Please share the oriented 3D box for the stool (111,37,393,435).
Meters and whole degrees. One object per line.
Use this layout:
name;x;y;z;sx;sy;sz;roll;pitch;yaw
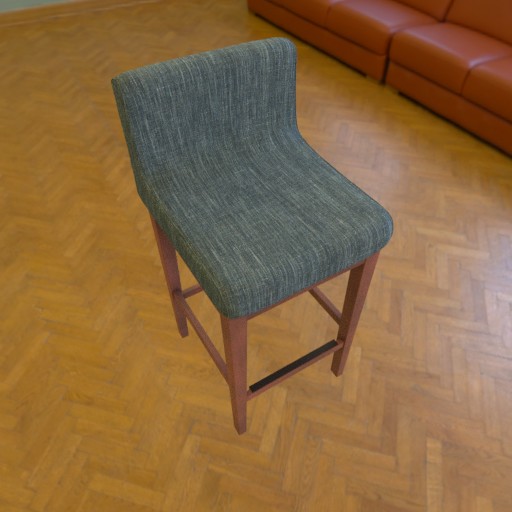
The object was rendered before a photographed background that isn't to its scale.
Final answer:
stool;0.000;0.000;1.073;0.395;0.835;0.459;-24;50;-21
